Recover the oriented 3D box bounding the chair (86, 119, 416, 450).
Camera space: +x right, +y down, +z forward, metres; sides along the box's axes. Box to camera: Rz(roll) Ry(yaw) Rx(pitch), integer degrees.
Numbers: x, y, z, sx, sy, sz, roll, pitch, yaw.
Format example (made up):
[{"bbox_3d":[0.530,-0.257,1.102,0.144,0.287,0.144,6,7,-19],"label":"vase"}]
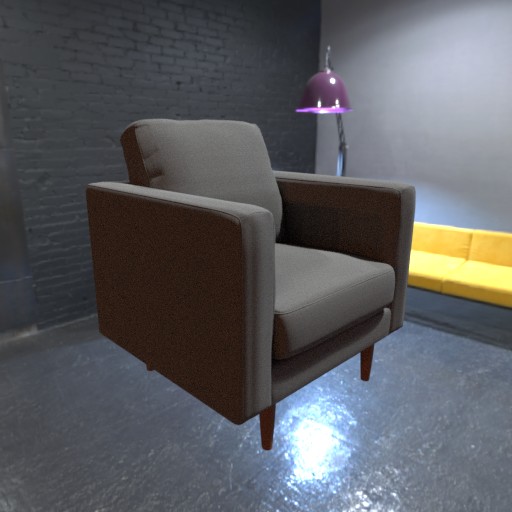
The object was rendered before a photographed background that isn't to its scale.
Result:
[{"bbox_3d":[0.000,0.000,1.554,0.854,0.927,0.800,-15,21,-43],"label":"chair"}]
